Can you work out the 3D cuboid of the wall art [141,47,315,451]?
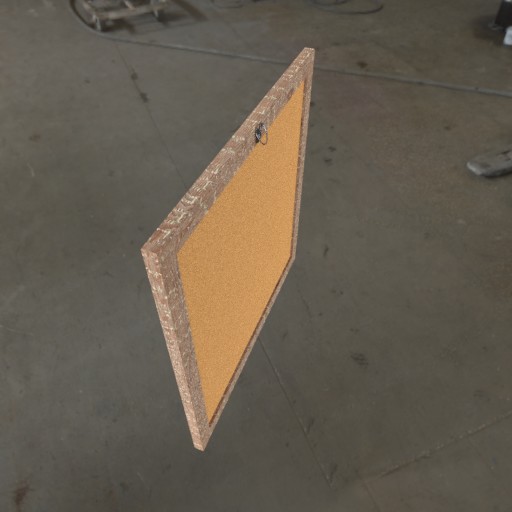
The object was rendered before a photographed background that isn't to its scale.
[{"bbox_3d":[0.000,0.000,0.571,0.022,0.380,0.380,17,49,15],"label":"wall art"}]
